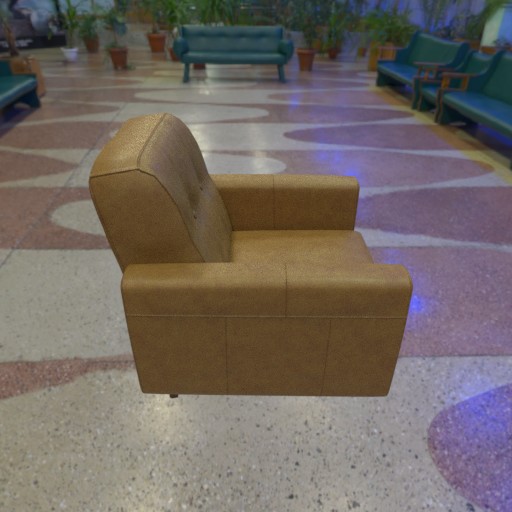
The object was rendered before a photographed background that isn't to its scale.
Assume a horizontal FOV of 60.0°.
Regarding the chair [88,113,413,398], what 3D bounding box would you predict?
[{"bbox_3d":[0.000,0.000,1.683,0.942,0.968,0.845,-1,32,-1],"label":"chair"}]
